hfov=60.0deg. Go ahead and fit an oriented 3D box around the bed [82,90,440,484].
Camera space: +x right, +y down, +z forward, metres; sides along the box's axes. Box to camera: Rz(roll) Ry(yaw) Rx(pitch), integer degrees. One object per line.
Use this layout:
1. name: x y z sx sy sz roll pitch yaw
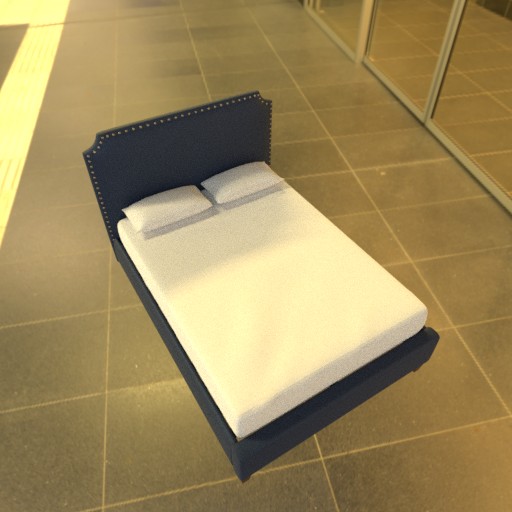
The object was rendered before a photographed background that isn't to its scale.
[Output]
1. bed: 0.000 0.000 3.413 1.712 1.443 2.372 -23 49 -22
